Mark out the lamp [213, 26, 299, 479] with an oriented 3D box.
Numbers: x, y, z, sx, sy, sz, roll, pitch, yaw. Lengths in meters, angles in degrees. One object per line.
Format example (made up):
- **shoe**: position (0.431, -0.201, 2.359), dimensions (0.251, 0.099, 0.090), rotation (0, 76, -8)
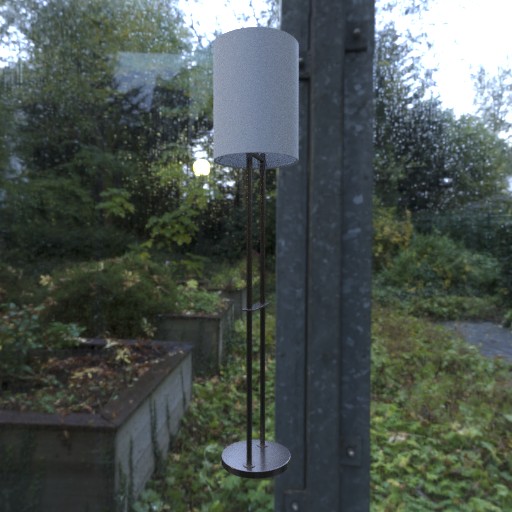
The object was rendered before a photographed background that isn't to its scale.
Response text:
- **lamp**: position (0.000, 0.000, 1.607), dimensions (0.305, 1.500, 0.306), rotation (0, 1, 17)
